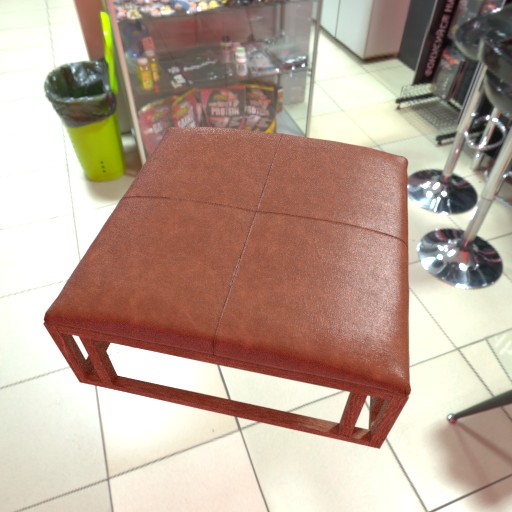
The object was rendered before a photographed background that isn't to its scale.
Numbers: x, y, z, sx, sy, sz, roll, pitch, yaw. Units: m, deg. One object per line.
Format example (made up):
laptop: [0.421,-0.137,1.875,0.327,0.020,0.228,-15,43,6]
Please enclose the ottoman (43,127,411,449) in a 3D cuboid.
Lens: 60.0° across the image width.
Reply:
ottoman: [0.000,0.000,1.610,1.013,0.442,1.016,9,48,9]
